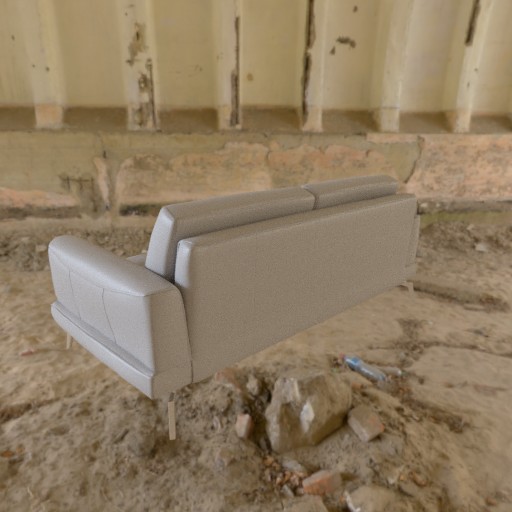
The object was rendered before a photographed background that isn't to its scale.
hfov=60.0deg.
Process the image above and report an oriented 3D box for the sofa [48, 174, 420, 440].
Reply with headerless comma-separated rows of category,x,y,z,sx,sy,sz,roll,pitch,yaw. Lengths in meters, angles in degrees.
sofa,0.000,0.000,2.717,2.177,0.930,1.121,-15,23,-42
